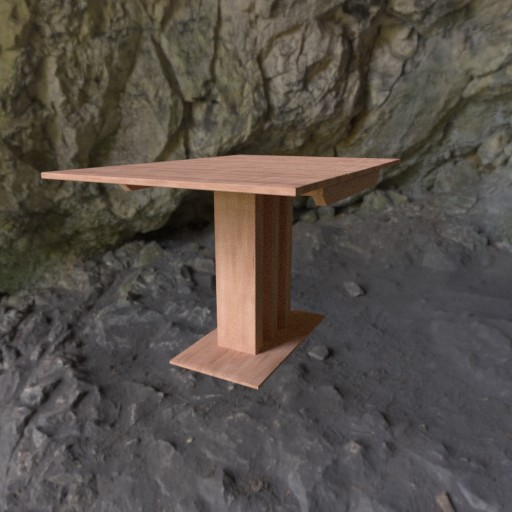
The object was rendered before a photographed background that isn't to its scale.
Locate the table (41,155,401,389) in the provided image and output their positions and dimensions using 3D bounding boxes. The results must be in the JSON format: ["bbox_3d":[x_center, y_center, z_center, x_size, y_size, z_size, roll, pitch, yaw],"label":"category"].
[{"bbox_3d":[0.000,0.000,1.898,0.900,0.770,1.300,8,18,27],"label":"table"}]
